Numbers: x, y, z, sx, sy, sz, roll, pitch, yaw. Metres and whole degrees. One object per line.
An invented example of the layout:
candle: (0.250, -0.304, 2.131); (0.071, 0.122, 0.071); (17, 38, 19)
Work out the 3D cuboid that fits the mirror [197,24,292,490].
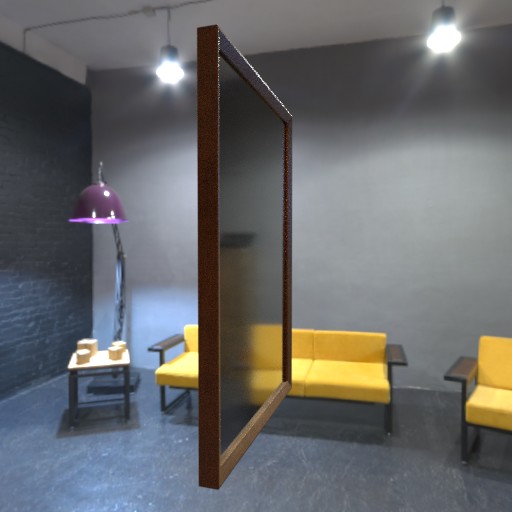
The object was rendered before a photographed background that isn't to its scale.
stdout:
mirror: (0.000, 0.000, 0.923); (0.039, 0.711, 0.508); (1, 2, 17)
